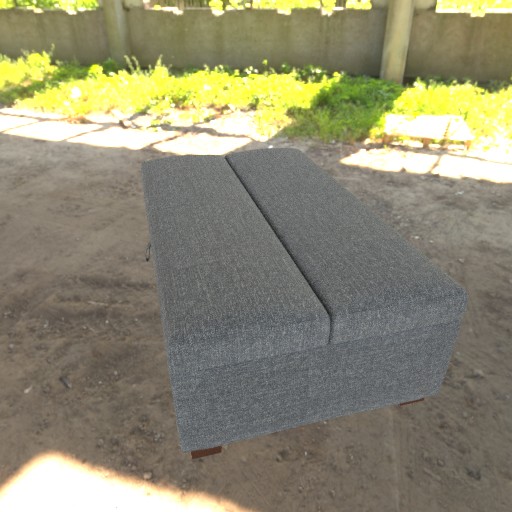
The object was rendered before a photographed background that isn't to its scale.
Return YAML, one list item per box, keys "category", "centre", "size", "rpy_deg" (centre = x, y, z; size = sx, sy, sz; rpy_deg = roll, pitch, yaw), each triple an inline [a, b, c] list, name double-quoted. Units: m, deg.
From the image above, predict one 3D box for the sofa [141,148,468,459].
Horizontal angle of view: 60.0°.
- category: "sofa"
  centre: [0.000, 0.000, 1.575]
  size: [0.782, 0.417, 1.198]
  rpy_deg: [-8, 31, -13]
